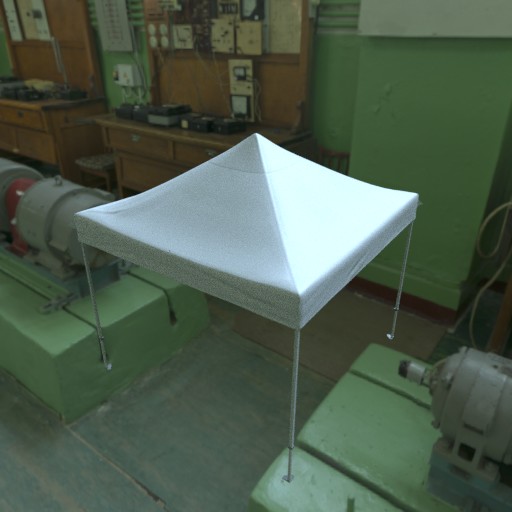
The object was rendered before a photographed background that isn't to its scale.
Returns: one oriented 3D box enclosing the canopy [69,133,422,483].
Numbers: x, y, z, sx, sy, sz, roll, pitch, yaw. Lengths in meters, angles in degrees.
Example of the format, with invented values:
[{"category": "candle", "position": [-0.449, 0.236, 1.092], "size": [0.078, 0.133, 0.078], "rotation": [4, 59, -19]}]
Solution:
[{"category": "canopy", "position": [0.000, 0.000, 5.505], "size": [2.994, 2.998, 2.996], "rotation": [18, 32, 31]}]
